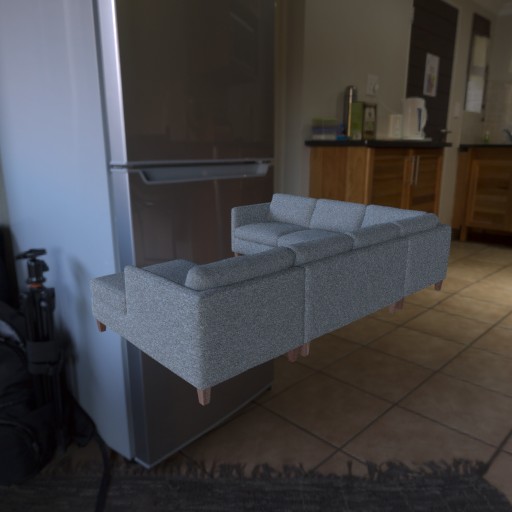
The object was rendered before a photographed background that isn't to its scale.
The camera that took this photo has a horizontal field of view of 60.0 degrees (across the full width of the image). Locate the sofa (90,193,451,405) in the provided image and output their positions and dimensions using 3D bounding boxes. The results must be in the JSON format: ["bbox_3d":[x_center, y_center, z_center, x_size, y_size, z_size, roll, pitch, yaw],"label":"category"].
[{"bbox_3d":[0.000,0.000,4.475,3.238,0.853,2.551,-13,20,-41],"label":"sofa"}]
